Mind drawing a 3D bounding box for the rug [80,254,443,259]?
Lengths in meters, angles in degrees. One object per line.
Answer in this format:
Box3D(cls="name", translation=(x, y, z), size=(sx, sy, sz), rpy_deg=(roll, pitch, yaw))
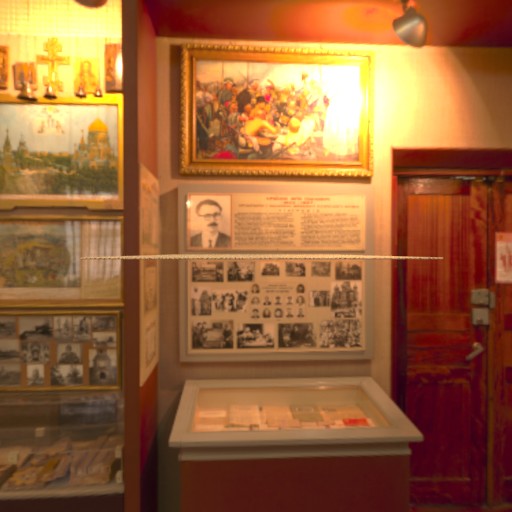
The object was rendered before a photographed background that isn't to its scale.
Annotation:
Box3D(cls="rug", translation=(0.000, 0.000, 3.062), size=(1.519, 0.007, 2.428), rpy_deg=(0, 0, -2))
